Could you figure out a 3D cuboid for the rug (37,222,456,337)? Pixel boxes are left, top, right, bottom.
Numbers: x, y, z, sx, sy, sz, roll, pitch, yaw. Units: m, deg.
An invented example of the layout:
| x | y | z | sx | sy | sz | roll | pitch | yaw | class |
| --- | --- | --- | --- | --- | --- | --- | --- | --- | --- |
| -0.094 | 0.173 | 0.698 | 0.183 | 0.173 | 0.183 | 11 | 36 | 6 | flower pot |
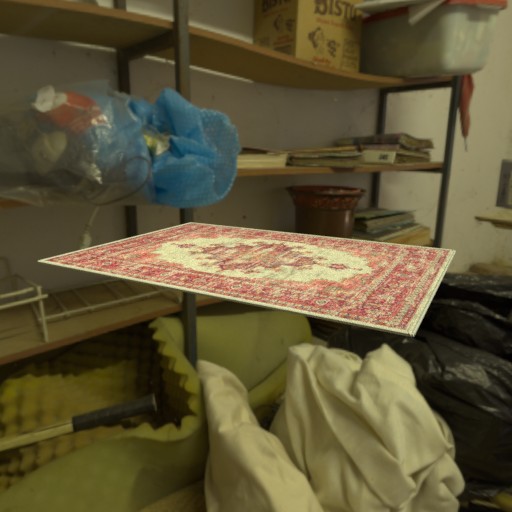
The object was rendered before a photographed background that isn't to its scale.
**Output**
| x | y | z | sx | sy | sz | roll | pitch | yaw | class |
| --- | --- | --- | --- | --- | --- | --- | --- | --- | --- |
| 0.000 | 0.000 | 2.242 | 1.747 | 0.011 | 1.217 | 8 | 16 | 28 | rug |
